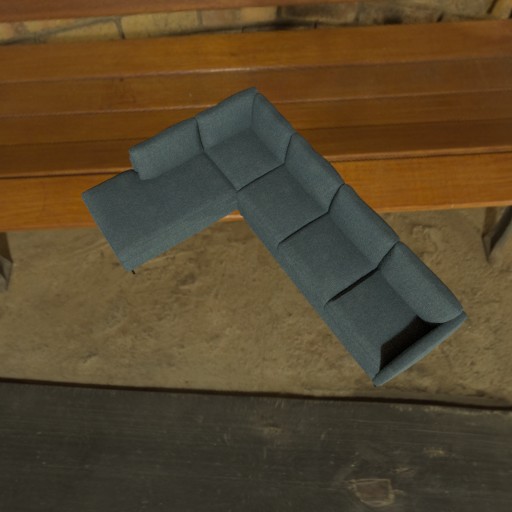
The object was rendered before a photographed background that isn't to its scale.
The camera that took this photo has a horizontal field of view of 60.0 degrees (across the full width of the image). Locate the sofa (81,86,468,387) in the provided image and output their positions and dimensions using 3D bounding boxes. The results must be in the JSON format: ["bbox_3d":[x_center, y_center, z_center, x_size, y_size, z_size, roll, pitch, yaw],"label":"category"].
[{"bbox_3d":[0.000,0.000,3.862,2.007,0.815,2.949,-32,68,-15],"label":"sofa"}]
